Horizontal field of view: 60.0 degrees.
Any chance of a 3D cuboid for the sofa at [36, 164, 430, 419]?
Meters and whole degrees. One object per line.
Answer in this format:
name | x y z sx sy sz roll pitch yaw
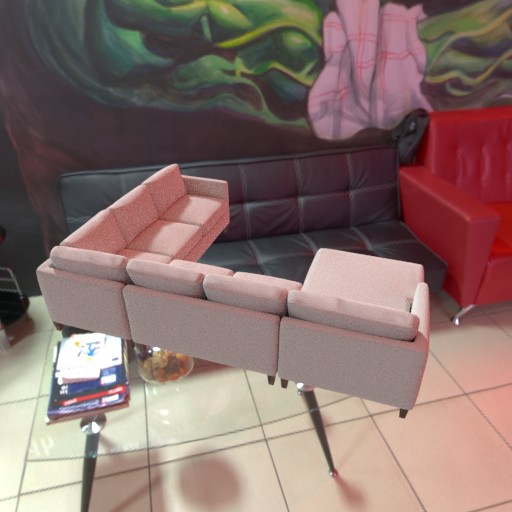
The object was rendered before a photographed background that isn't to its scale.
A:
sofa | 0.000 0.000 4.742 3.459 0.956 2.593 10 33 16
